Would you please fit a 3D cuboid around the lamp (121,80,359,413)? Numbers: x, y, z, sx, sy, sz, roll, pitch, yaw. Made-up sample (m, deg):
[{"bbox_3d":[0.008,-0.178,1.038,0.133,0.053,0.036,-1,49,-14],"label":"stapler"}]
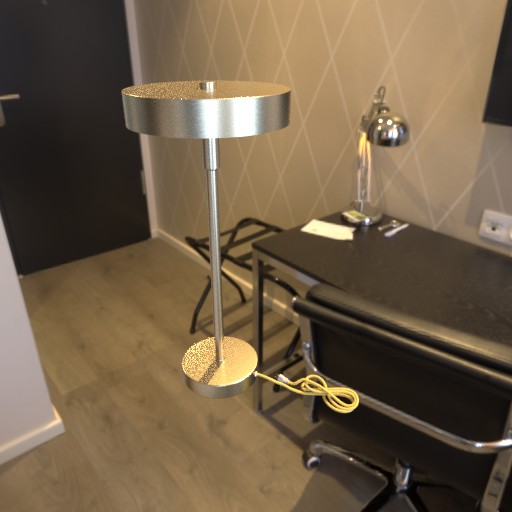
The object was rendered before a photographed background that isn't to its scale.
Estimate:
[{"bbox_3d":[0.000,0.000,0.696,0.369,0.508,0.229,9,28,18],"label":"lamp"}]
